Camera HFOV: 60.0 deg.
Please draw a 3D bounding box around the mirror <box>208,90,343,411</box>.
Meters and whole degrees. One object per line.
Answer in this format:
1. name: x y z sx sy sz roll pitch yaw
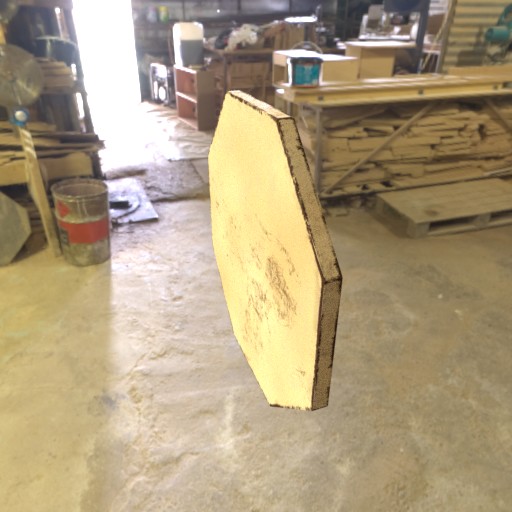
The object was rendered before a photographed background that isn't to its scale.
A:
1. mirror: 0.000 0.000 0.971 0.031 0.648 0.648 -10 31 -18
